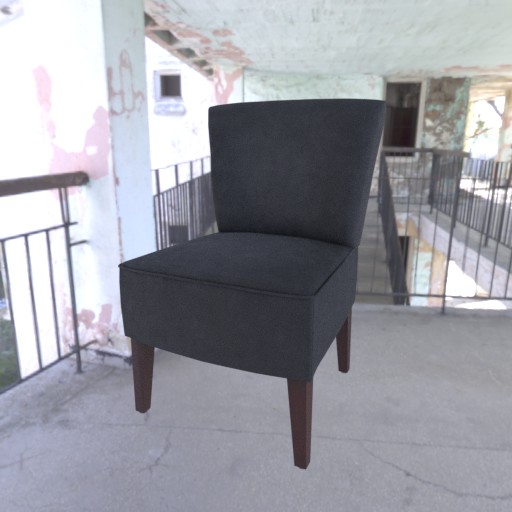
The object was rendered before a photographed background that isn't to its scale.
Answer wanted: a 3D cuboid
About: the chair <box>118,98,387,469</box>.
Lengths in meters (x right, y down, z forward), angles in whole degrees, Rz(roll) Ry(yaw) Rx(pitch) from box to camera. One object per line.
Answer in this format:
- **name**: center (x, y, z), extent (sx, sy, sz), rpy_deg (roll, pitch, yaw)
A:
- **chair**: center (0.000, 0.000, 1.162), extent (0.521, 0.806, 0.554), rpy_deg (7, 17, 26)
